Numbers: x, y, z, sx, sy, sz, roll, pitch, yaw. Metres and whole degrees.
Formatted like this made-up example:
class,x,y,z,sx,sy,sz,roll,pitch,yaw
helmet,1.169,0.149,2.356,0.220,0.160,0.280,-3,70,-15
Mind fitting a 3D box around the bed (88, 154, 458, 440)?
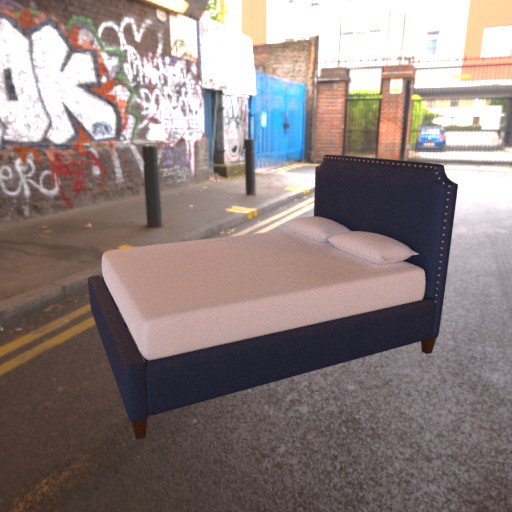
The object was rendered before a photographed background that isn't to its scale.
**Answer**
class,x,y,z,sx,sy,sz,roll,pitch,yaw
bed,0.000,0.000,3.479,2.372,1.443,1.712,-8,18,-25
